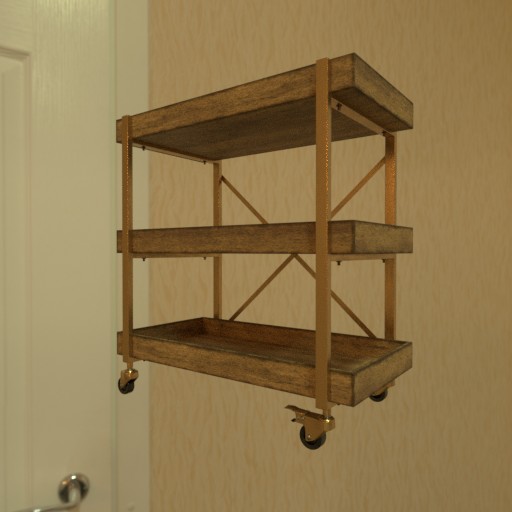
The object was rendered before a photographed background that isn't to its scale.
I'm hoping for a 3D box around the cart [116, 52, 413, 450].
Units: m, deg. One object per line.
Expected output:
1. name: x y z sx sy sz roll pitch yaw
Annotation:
1. cart: 0.000 0.000 1.235 0.750 0.799 0.416 0 1 36
